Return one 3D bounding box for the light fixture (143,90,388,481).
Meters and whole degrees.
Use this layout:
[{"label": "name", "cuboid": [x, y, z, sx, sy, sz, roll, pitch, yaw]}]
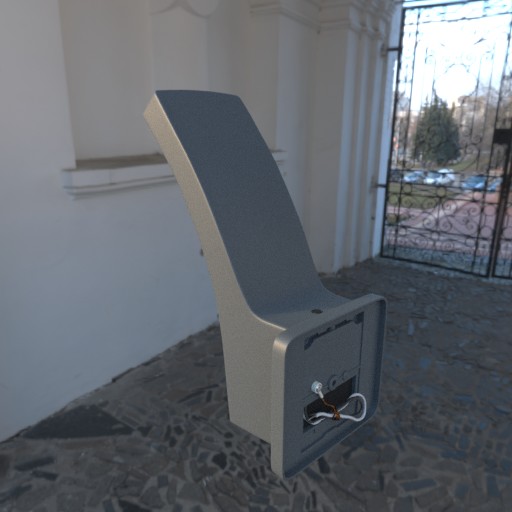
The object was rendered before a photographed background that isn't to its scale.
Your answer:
[{"label": "light fixture", "cuboid": [0.000, 0.000, 0.336, 0.108, 0.243, 0.174, -14, 21, -41]}]
